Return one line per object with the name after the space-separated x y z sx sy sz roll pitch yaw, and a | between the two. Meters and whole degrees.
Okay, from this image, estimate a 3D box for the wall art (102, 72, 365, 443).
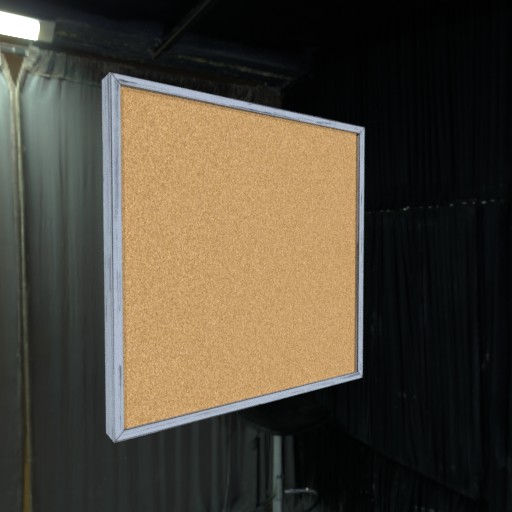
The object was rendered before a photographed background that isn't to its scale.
0.000 0.000 0.764 0.506 0.506 0.038 -1 3 -35 | wall art
